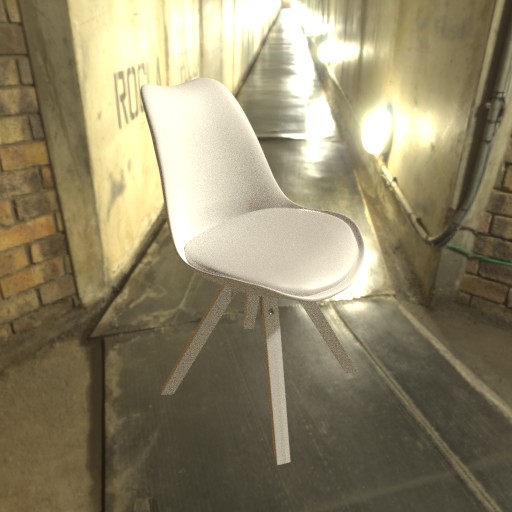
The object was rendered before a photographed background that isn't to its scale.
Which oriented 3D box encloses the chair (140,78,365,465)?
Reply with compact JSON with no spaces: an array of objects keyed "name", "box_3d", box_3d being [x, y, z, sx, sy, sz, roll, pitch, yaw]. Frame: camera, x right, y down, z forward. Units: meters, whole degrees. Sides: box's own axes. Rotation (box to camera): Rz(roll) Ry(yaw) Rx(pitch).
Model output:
[{"name":"chair","box_3d":[0.000,0.000,1.187,0.550,0.850,0.485,18,32,31]}]
